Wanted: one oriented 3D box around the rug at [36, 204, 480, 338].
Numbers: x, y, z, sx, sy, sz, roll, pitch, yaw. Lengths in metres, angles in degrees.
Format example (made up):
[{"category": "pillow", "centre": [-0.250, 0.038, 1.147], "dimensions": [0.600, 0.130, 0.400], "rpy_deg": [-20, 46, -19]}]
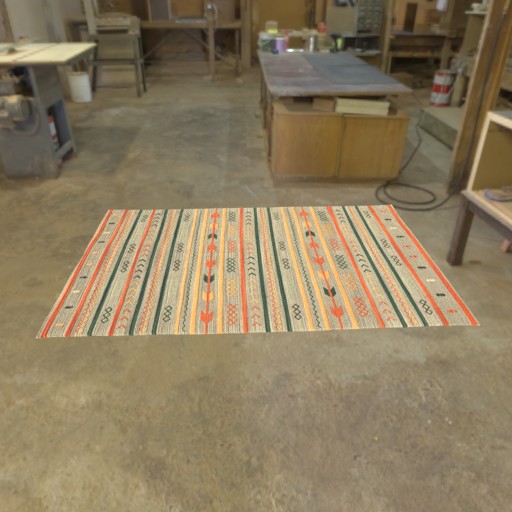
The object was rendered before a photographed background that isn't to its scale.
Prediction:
[{"category": "rug", "centre": [0.000, 0.000, 2.343], "dimensions": [1.835, 0.017, 1.220], "rpy_deg": [-1, 31, -2]}]
